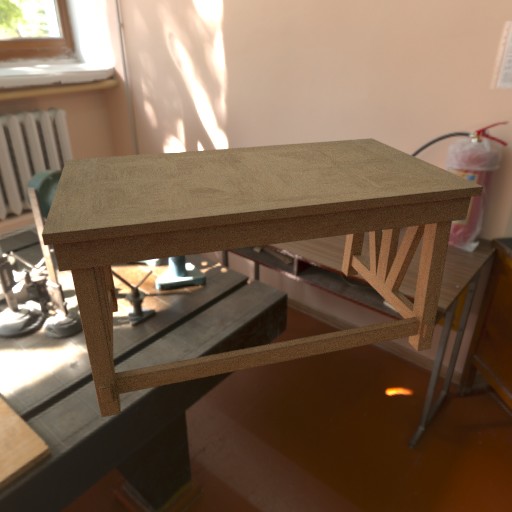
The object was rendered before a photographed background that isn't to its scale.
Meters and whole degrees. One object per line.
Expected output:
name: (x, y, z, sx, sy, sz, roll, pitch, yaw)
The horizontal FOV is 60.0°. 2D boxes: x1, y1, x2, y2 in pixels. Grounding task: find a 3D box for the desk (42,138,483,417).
desk: (0.000, 0.000, 1.960, 1.499, 0.762, 0.813, -8, 28, -14)
